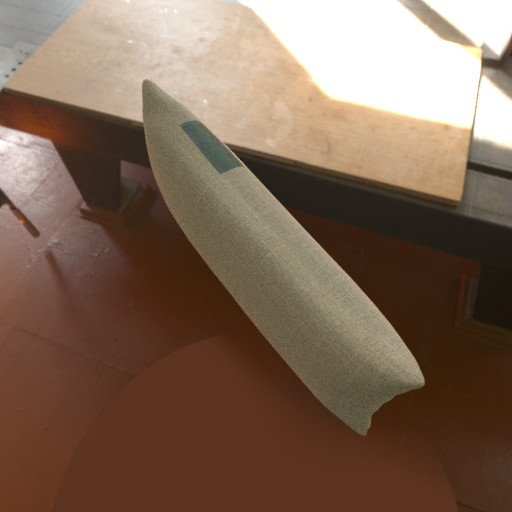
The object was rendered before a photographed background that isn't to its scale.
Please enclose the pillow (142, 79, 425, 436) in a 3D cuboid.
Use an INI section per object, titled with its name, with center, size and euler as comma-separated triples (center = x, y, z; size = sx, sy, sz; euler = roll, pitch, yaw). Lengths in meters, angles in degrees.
[pillow]
center = 0.000, 0.000, 1.012
size = 0.197, 0.429, 0.859
euler = -31, 64, -18
